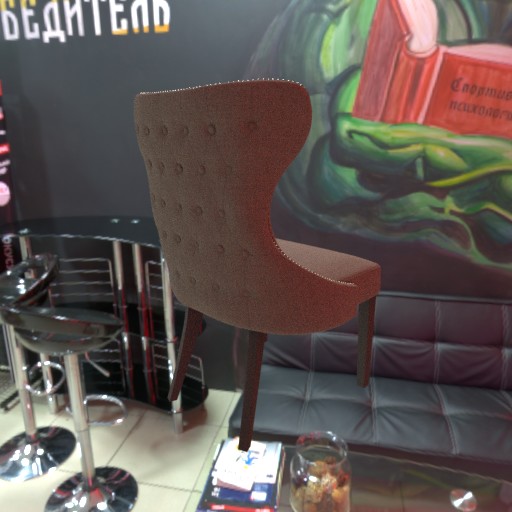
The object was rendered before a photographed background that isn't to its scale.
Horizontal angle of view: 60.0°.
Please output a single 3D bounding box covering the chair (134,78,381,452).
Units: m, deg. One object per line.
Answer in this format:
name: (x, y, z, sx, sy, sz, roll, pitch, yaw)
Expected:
chair: (0.000, 0.000, 1.382, 0.628, 0.967, 0.635, 15, 22, 42)
